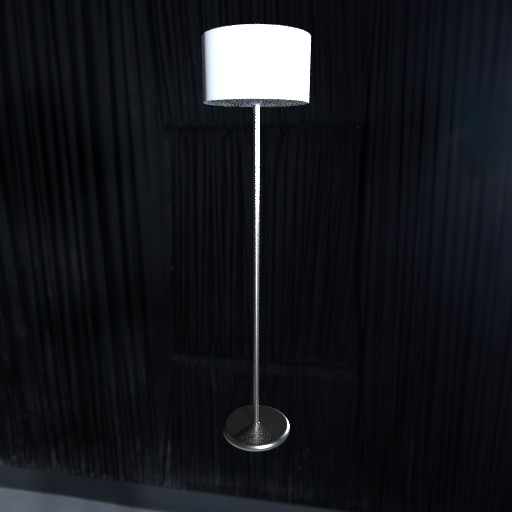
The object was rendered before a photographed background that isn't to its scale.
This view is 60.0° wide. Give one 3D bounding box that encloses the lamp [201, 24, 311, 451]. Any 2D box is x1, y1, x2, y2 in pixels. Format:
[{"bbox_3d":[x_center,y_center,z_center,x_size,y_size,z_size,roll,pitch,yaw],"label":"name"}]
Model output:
[{"bbox_3d":[0.000,0.000,1.602,0.347,1.443,0.347,2,15,9],"label":"lamp"}]
